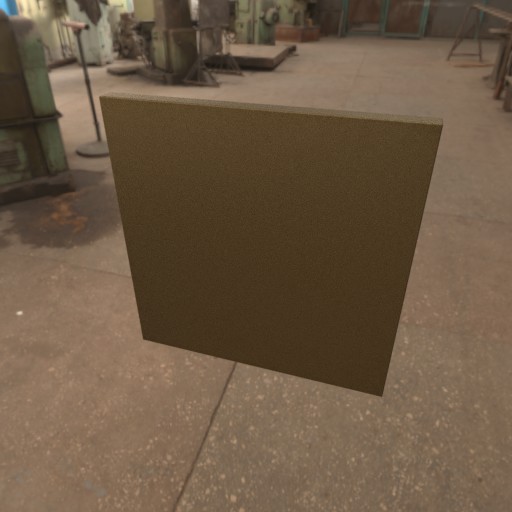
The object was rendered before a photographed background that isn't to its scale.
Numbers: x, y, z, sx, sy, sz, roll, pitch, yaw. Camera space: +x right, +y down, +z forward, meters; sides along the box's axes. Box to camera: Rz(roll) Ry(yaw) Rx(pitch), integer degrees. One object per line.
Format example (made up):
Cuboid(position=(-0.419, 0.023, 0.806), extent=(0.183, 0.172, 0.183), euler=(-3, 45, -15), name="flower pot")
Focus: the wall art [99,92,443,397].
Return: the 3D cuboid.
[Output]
Cuboid(position=(0.000, 0.000, 0.768), extent=(0.503, 0.506, 0.031), euler=(10, 34, 15), name="wall art")
